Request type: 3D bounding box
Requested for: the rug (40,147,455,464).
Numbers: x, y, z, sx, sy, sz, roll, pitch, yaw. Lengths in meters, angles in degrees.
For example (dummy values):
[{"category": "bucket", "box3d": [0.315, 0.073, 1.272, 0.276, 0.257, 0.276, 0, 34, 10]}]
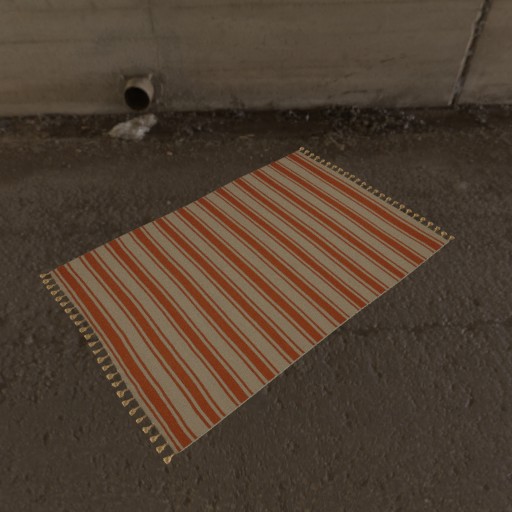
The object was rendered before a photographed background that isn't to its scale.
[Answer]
[{"category": "rug", "box3d": [0.000, 0.000, 3.039, 2.433, 0.022, 1.556, -31, 53, -27]}]
